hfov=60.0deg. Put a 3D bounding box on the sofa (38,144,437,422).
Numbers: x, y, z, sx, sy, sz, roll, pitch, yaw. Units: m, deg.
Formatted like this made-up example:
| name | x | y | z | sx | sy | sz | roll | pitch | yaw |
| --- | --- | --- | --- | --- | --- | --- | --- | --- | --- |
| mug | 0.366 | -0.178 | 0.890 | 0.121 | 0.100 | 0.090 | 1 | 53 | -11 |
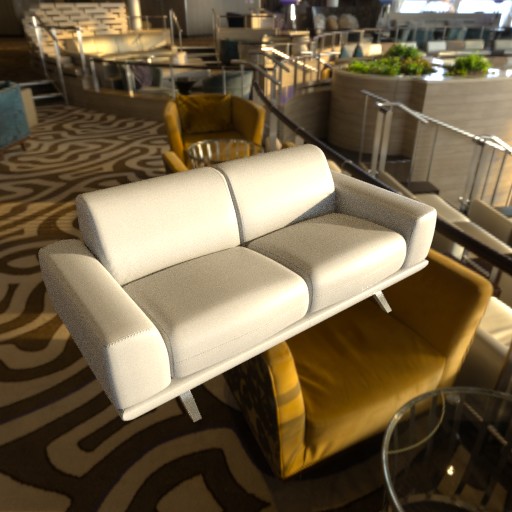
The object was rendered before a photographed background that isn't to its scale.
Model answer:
| name | x | y | z | sx | sy | sz | roll | pitch | yaw |
| --- | --- | --- | --- | --- | --- | --- | --- | --- | --- |
| sofa | 0.000 | 0.000 | 2.312 | 1.901 | 0.772 | 0.900 | -20 | 36 | -31 |
